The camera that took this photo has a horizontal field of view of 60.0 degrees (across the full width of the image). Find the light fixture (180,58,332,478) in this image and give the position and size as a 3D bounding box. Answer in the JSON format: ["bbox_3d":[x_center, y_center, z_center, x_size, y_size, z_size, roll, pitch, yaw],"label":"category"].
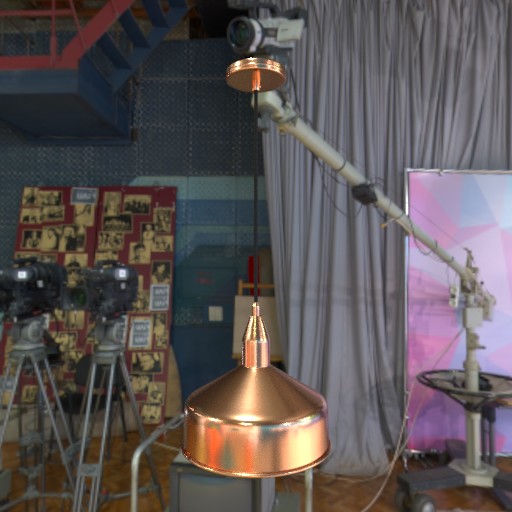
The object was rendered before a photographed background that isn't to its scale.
[{"bbox_3d":[0.000,0.000,0.901,0.301,0.754,0.301,1,-1,-37],"label":"light fixture"}]
